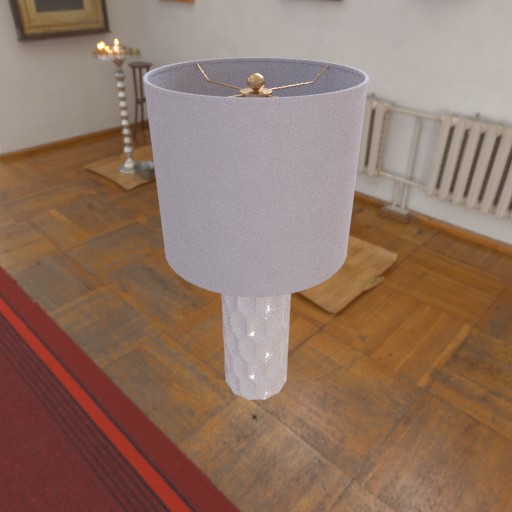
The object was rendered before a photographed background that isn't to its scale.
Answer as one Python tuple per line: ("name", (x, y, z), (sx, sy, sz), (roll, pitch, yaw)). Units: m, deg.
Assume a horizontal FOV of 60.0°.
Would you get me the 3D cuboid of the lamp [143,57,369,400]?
("lamp", (0.000, 0.000, 0.695), (0.277, 0.537, 0.277), (-1, 32, -1))
